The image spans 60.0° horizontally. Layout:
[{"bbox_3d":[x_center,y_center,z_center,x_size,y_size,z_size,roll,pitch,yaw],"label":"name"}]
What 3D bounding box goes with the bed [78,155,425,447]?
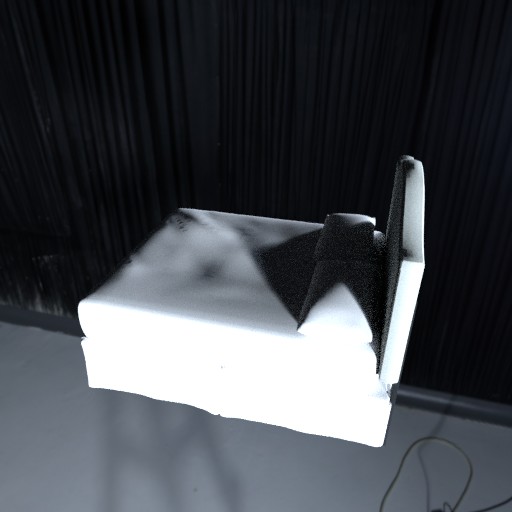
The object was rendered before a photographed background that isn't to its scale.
[{"bbox_3d":[0.000,0.000,3.389,2.180,1.607,1.813,8,31,13],"label":"bed"}]
